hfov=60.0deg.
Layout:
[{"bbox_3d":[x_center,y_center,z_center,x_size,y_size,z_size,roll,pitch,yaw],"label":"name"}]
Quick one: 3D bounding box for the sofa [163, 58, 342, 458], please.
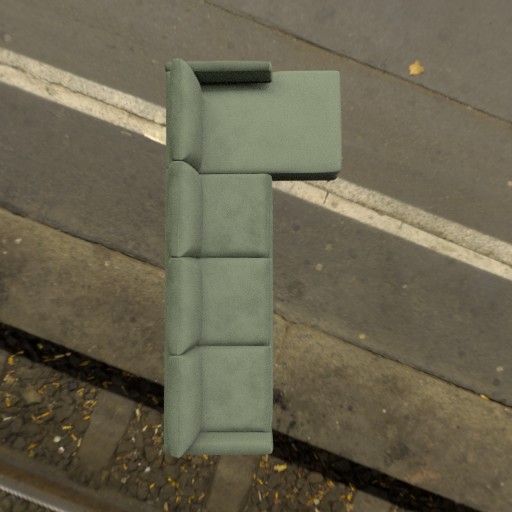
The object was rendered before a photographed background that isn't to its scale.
[{"bbox_3d":[0.000,0.000,3.193,1.255,0.756,2.725,0,88,0],"label":"sofa"}]
